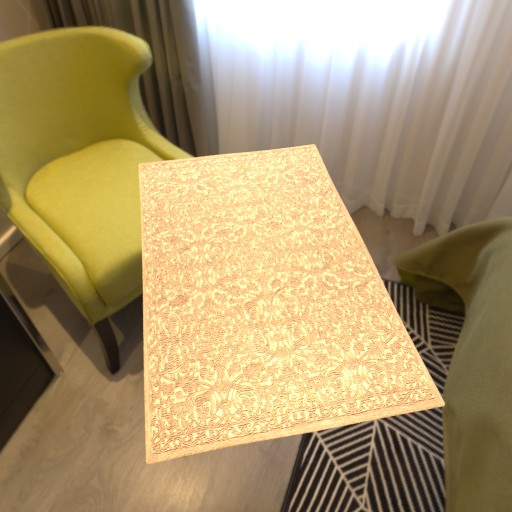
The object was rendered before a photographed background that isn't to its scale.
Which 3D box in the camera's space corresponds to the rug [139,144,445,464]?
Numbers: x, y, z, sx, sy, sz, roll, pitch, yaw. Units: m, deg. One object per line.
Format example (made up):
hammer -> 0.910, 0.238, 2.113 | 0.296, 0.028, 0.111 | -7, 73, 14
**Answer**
rug -> 0.000, 0.000, 3.000 | 1.529, 0.012, 2.435 | -8, 48, -7
